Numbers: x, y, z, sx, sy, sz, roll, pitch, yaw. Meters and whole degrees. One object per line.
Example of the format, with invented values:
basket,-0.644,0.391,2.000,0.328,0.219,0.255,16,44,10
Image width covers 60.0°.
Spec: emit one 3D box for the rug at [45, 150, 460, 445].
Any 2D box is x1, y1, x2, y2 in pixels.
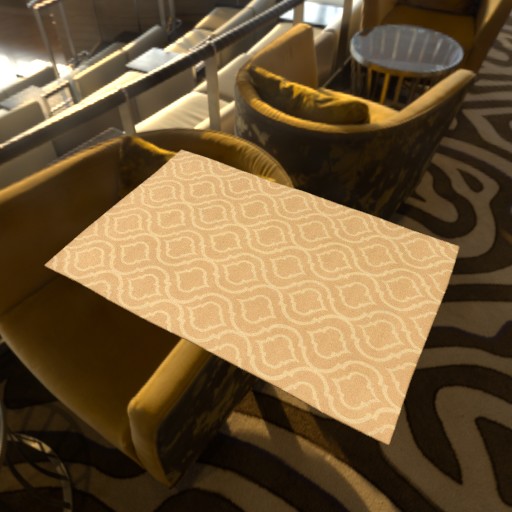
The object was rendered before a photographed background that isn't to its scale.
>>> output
rug,0.000,0.000,2.217,1.761,0.013,1.152,23,51,20
